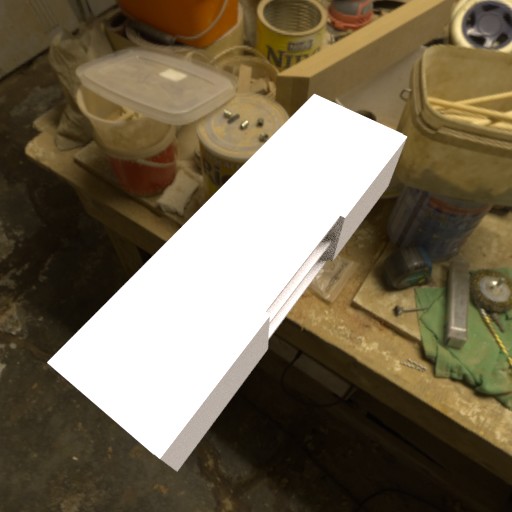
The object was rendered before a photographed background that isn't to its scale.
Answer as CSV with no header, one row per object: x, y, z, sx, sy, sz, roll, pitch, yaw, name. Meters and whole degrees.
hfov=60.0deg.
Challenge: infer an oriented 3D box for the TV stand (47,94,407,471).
0.000,0.000,1.597,0.420,0.310,1.400,32,63,18,TV stand
